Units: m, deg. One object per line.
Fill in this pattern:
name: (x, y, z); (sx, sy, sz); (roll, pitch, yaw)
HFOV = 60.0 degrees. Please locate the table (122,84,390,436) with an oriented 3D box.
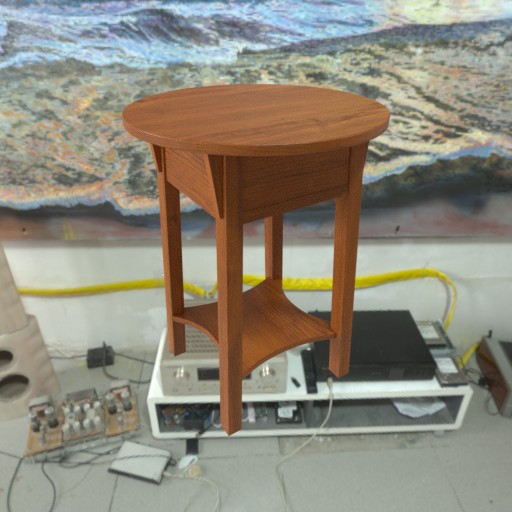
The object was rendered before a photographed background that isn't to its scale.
table: (0.000, 0.000, 0.933); (0.457, 0.610, 0.457); (0, 31, 0)
